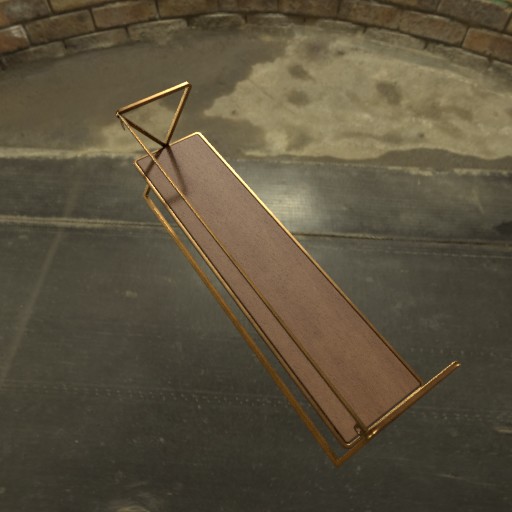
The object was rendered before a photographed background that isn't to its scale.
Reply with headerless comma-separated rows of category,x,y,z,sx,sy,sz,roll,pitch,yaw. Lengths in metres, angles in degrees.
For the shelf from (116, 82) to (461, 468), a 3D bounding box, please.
shelf,0.000,0.000,0.739,0.150,0.229,0.645,-30,62,-18
